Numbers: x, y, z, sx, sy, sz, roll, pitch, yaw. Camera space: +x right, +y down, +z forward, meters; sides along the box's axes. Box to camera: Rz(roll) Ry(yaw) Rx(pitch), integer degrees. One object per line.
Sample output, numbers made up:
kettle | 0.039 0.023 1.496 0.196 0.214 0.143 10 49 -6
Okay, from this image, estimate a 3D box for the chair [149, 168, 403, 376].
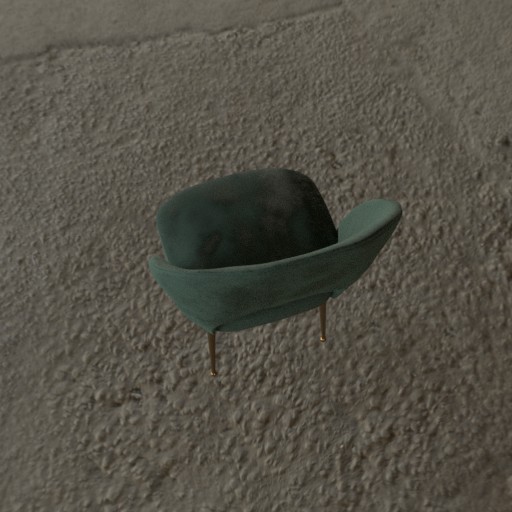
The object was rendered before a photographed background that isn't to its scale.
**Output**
chair | 0.000 0.000 1.214 0.527 0.860 0.577 -15 59 -9
